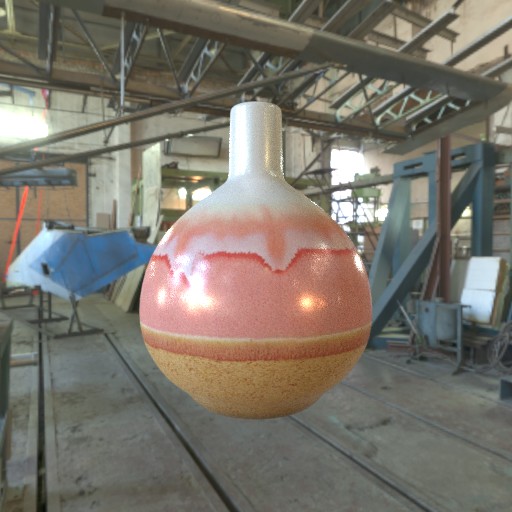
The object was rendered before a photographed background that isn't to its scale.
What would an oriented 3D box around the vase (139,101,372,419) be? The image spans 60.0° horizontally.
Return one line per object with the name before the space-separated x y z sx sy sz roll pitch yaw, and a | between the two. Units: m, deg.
vase | 0.000 0.000 0.268 0.137 0.176 0.137 0 2 0
